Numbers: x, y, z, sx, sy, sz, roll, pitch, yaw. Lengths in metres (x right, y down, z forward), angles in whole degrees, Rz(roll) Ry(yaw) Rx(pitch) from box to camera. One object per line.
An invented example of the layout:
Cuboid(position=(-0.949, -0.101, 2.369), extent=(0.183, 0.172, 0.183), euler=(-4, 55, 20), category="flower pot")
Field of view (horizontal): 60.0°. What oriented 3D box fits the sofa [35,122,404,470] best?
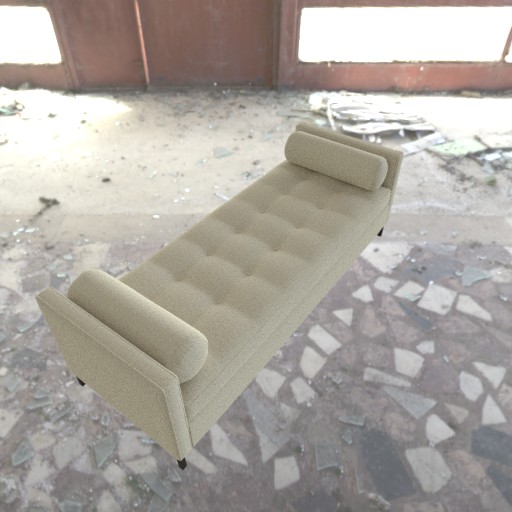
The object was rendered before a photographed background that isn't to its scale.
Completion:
Cuboid(position=(0.000, 0.000, 2.372), extent=(0.746, 0.641, 1.985), euler=(26, 48, 27), category="sofa")
